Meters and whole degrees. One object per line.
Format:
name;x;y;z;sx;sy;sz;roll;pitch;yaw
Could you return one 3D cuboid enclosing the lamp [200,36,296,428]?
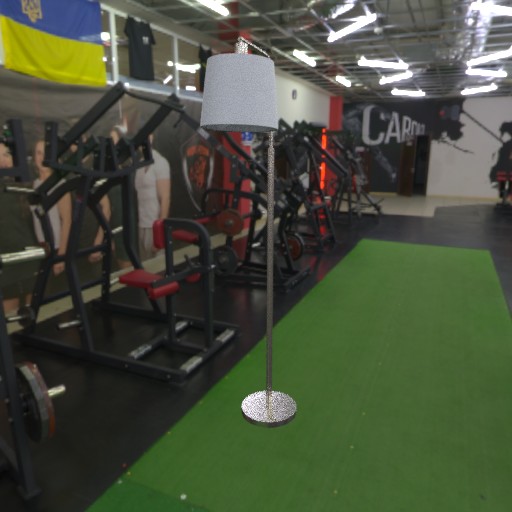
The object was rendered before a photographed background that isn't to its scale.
lamp;0.000;0.000;1.677;0.254;1.478;0.508;7;16;25
